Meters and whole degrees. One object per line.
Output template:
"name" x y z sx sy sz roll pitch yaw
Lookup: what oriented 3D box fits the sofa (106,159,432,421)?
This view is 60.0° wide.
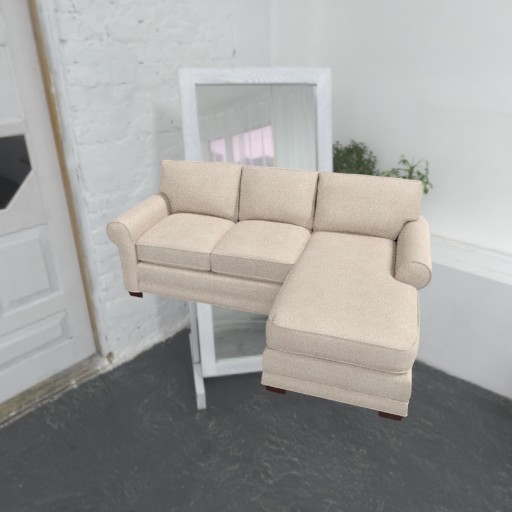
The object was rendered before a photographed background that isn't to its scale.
"sofa" 0.000 0.000 2.389 1.770 0.734 1.226 8 27 16
